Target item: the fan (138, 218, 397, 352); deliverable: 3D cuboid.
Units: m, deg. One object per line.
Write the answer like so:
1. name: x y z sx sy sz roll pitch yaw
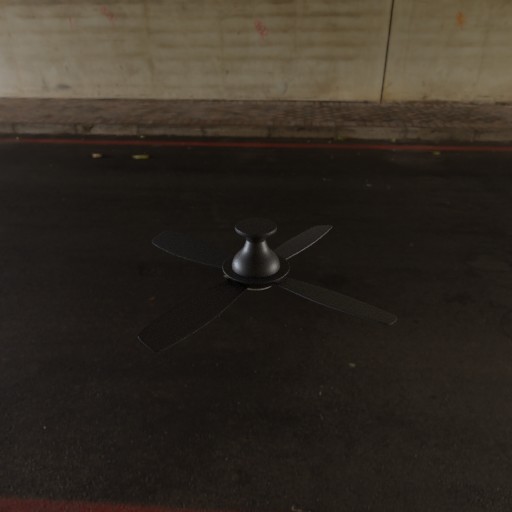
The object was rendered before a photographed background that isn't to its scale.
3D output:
1. fan: 0.000 0.000 2.578 1.694 0.382 1.694 19 33 32
